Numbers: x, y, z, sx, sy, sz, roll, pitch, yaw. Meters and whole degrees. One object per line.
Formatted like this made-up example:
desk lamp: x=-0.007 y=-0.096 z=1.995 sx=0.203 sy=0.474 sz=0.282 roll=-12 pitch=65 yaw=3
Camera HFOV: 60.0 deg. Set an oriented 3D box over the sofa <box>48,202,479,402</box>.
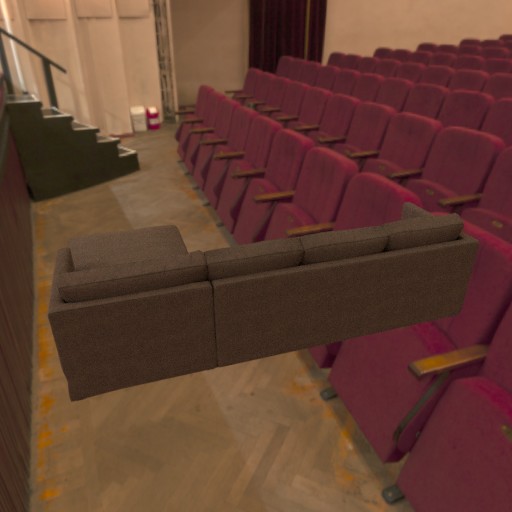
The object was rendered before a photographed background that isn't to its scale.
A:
sofa: x=0.000 y=0.000 z=3.871 sx=3.205 sy=0.922 sz=1.650 roll=-9 pitch=29 yaw=-16
